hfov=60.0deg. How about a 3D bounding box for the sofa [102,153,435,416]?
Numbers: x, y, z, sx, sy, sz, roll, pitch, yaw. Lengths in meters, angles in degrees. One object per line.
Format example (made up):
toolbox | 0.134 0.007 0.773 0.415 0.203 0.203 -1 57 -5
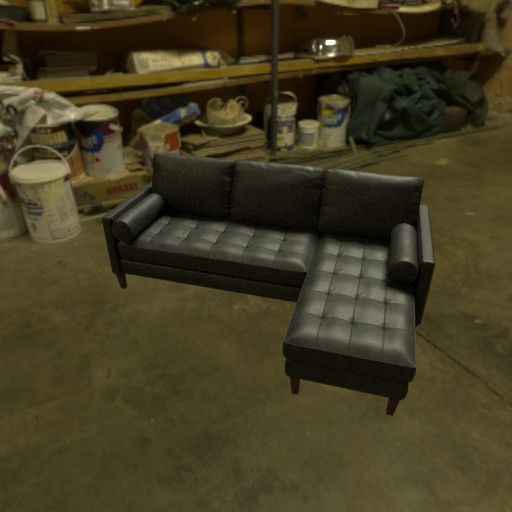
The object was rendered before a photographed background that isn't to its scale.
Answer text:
sofa | 0.000 0.000 2.920 2.178 0.876 1.497 8 32 14
